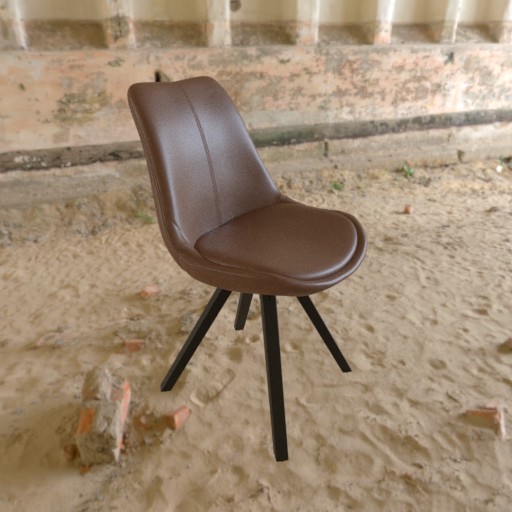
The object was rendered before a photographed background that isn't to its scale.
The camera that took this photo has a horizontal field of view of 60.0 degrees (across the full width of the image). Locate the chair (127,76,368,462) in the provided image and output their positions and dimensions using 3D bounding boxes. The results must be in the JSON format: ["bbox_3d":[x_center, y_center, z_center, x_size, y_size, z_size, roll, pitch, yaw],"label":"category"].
[{"bbox_3d":[0.000,0.000,1.174,0.550,0.850,0.475,17,31,30],"label":"chair"}]
